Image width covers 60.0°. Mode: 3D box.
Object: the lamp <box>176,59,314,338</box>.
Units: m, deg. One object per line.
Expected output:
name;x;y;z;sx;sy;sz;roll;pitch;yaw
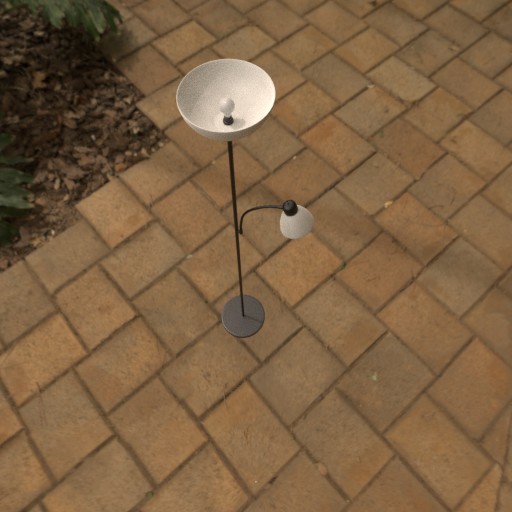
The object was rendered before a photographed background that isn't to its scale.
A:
lamp;0.000;0.000;1.978;0.442;1.804;0.279;18;64;9
